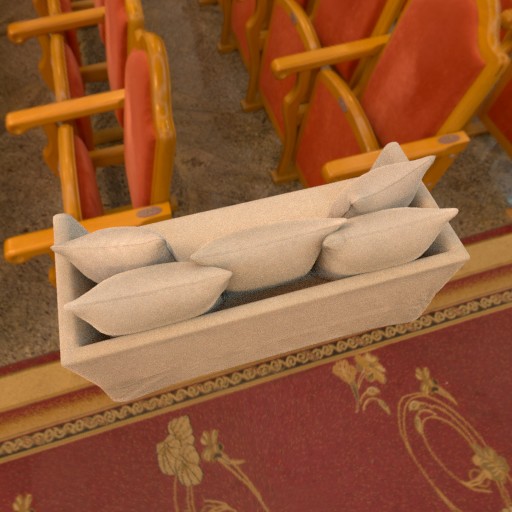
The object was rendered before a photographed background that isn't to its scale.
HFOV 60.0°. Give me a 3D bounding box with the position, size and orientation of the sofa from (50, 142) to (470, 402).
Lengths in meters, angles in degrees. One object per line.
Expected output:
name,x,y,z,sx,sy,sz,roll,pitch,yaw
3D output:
sofa,0.000,0.000,2.787,2.290,1.034,1.031,-14,59,-8
